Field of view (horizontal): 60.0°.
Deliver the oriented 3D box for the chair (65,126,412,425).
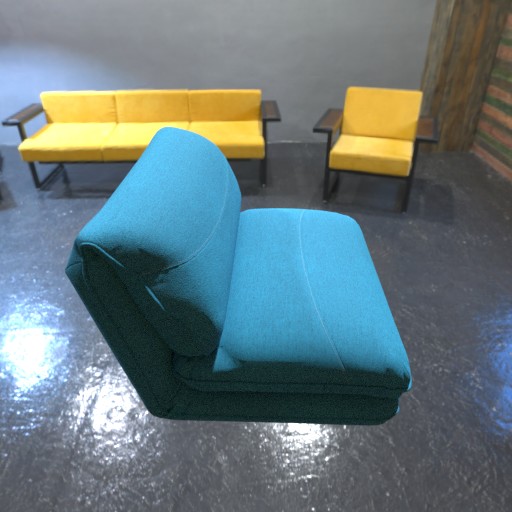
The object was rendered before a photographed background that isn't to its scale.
[{"bbox_3d":[0.000,0.000,1.322,0.780,0.580,0.820,1,32,1],"label":"chair"}]
